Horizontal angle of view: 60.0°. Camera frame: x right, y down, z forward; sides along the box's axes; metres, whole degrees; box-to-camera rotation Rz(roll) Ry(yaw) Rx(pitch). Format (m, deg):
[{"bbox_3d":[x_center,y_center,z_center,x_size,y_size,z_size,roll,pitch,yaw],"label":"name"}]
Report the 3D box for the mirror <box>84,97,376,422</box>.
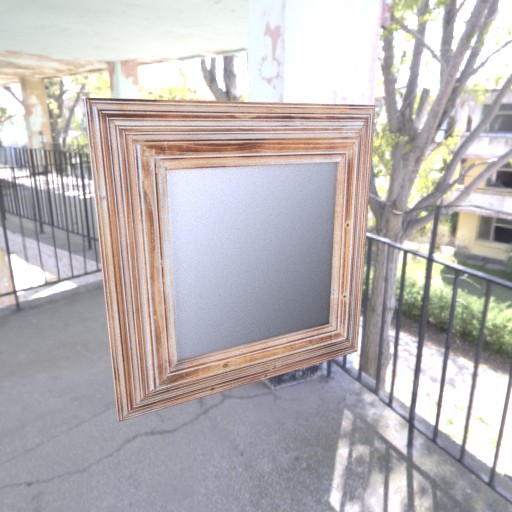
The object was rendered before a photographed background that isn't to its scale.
[{"bbox_3d":[0.000,0.000,1.222,0.804,0.804,0.061,-9,19,-27],"label":"mirror"}]
